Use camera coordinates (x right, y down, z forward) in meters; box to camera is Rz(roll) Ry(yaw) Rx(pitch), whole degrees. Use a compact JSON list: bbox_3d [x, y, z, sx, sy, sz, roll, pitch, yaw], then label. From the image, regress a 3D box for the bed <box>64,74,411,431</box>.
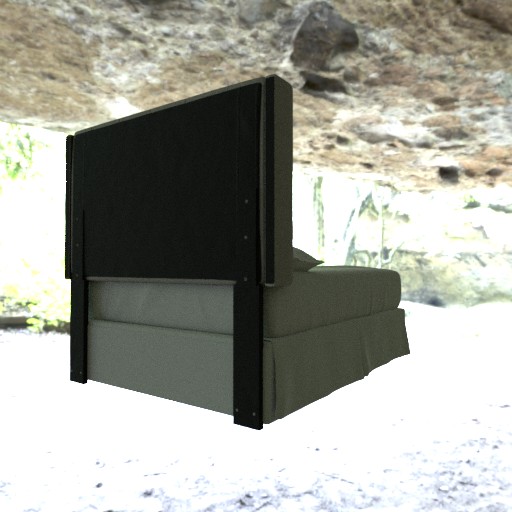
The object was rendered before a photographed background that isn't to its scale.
[{"bbox_3d":[0.000,0.000,3.334,1.719,1.665,2.066,-1,-1,35],"label":"bed"}]
